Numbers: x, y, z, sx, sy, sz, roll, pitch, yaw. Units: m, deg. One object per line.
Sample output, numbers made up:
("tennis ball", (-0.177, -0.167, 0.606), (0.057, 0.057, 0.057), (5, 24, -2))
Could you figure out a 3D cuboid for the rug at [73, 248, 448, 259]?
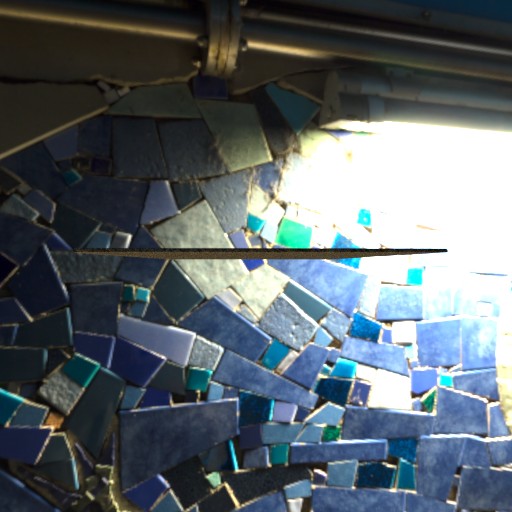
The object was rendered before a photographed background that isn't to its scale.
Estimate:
("rug", (0.000, 0.000, 2.219), (1.143, 0.014, 1.761), (0, -1, -1))
